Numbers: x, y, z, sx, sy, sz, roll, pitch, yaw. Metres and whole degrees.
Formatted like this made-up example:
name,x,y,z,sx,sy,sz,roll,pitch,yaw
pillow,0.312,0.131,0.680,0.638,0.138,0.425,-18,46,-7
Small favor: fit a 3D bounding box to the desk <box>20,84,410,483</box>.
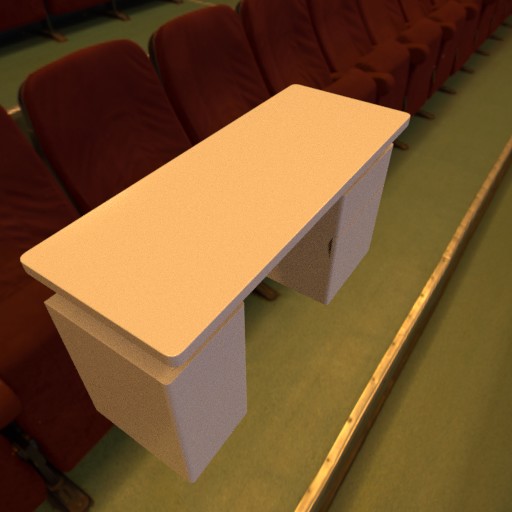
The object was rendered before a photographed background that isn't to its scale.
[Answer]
name,x,y,z,sx,sy,sz,roll,pitch,yaw
desk,0.000,0.000,1.716,0.550,0.762,1.400,25,48,25
